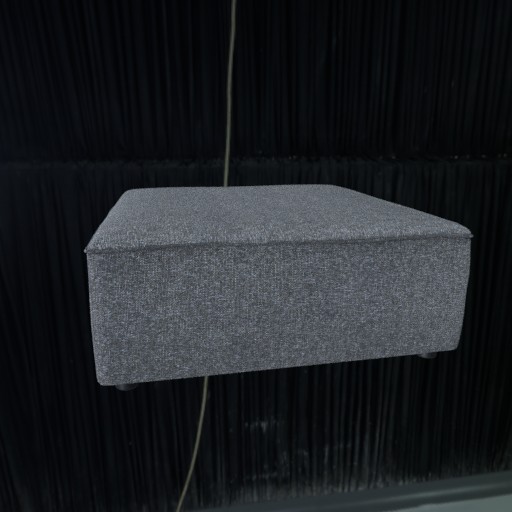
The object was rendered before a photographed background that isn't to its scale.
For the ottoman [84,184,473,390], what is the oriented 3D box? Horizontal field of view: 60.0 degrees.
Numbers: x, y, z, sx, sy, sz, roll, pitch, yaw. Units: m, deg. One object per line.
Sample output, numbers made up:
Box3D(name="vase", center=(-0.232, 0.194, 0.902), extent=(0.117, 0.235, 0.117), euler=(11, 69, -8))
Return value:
Box3D(name="ottoman", center=(0.000, 0.000, 1.603), extent=(1.021, 0.423, 1.017), euler=(-3, 16, -10))
